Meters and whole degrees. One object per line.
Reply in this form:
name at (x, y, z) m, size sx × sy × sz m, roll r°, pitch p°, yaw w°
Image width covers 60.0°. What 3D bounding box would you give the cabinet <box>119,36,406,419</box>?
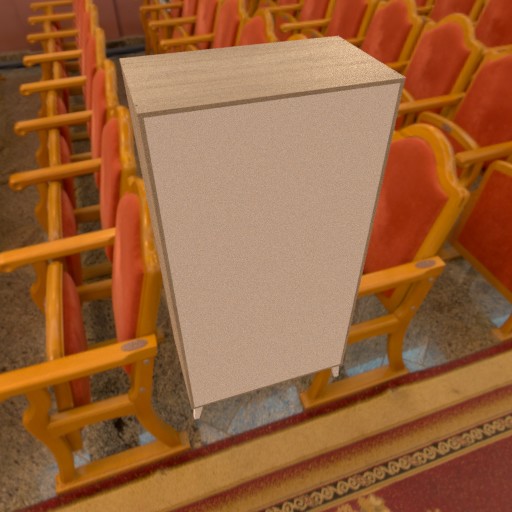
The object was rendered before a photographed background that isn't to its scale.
cabinet at (0.000, 0.000, 2.423) m, size 1.006 × 1.999 × 0.571 m, roll -13°, pitch 43°, yaw -14°
